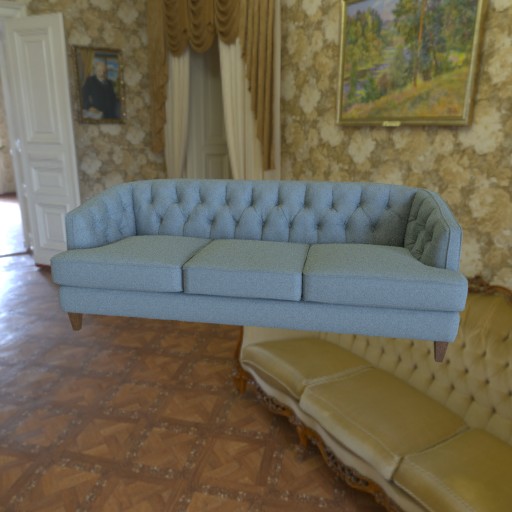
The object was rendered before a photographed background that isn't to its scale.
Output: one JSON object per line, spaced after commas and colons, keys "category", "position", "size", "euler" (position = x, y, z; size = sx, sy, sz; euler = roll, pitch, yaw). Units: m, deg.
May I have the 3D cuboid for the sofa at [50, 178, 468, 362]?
{"category": "sofa", "position": [0.000, 0.000, 2.761], "size": [2.278, 0.855, 0.941], "euler": [3, 16, 10]}
